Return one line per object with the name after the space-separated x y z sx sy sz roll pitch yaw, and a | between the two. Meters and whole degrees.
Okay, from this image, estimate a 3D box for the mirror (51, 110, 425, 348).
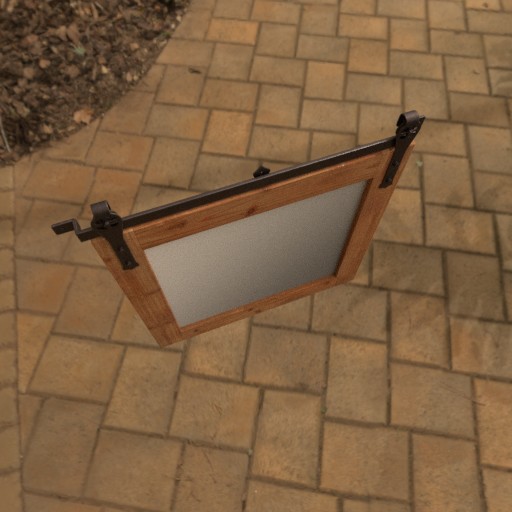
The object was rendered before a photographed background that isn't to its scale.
0.000 0.000 1.190 0.805 0.800 0.054 -18 64 -9 | mirror
